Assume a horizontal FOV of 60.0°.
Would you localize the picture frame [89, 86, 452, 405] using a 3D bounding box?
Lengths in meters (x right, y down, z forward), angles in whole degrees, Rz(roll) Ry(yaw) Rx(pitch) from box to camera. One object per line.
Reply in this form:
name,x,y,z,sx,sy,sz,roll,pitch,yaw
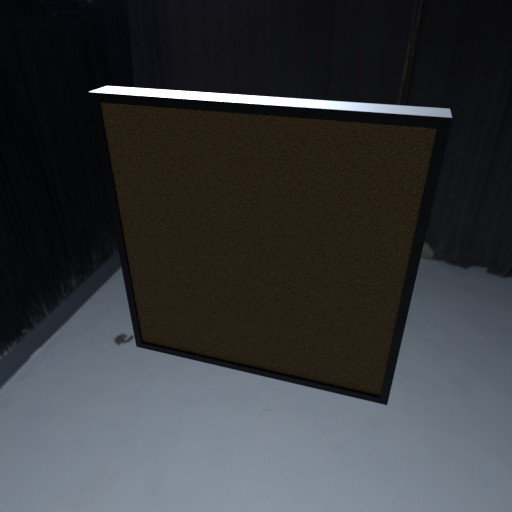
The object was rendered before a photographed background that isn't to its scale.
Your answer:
picture frame,0.000,0.000,0.467,0.317,0.317,0.030,9,33,15
